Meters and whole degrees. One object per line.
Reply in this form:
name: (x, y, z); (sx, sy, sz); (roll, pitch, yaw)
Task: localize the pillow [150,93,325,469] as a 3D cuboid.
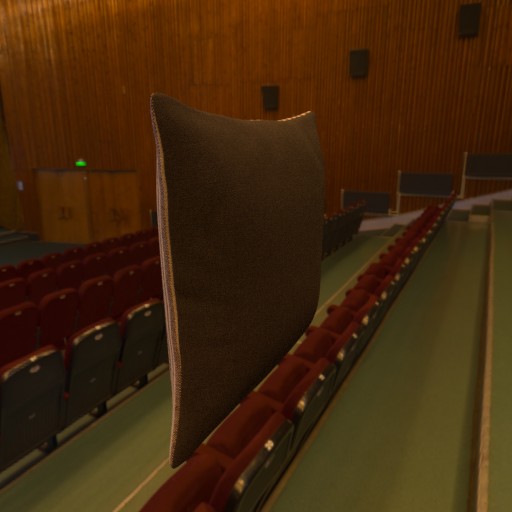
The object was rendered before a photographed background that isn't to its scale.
pillow: (0.000, 0.000, 0.781); (0.166, 0.506, 0.523); (8, 17, 26)
